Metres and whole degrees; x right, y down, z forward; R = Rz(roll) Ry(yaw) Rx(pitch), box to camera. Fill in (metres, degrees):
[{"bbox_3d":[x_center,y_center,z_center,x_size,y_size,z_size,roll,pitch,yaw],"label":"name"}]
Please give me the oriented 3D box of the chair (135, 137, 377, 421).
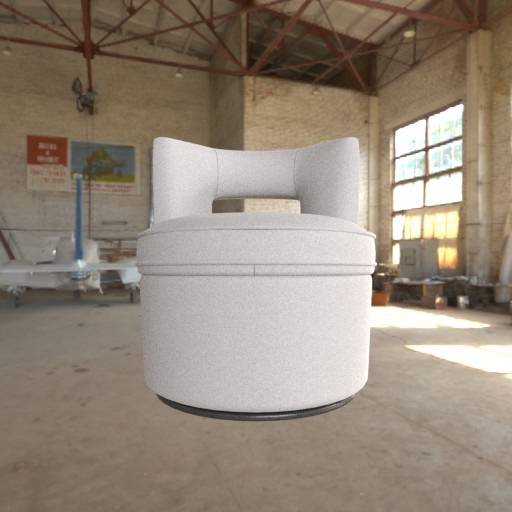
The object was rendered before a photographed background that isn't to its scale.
[{"bbox_3d":[0.000,0.000,1.237,0.650,0.723,0.665,0,0,0],"label":"chair"}]
